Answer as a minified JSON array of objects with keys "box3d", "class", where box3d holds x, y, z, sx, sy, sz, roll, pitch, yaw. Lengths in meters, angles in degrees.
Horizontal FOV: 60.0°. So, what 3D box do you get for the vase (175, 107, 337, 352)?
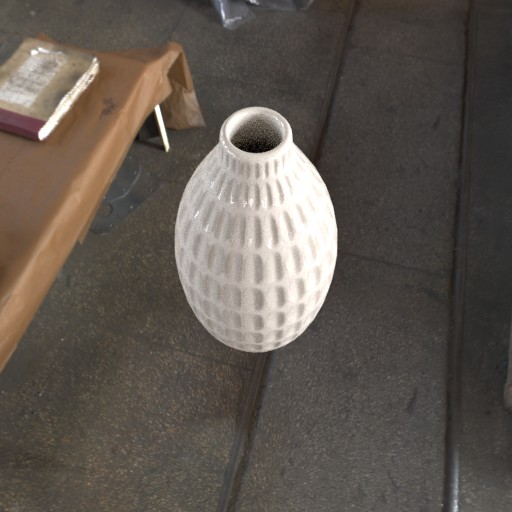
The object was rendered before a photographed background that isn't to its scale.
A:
[{"box3d":[0.000,0.000,0.359,0.127,0.282,0.127,0,62,0],"class":"vase"}]
